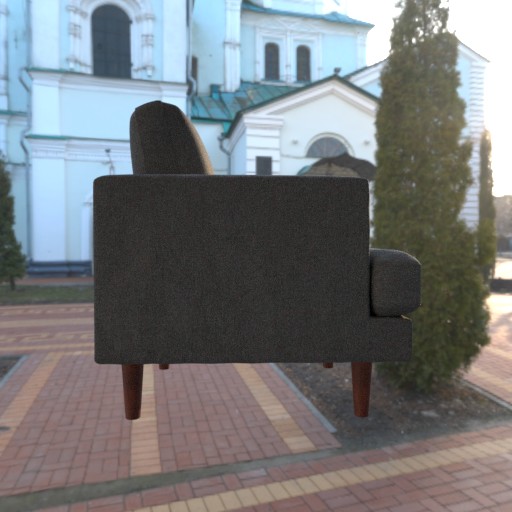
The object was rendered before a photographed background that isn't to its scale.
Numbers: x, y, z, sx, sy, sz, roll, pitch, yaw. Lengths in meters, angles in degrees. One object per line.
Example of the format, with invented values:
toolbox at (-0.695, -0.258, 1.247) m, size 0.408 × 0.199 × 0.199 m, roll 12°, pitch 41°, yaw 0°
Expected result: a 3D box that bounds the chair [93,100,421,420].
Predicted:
chair at (0.000, 0.000, 1.600) m, size 0.899 × 0.957 × 0.858 m, roll 0°, pitch 1°, yaw -2°
